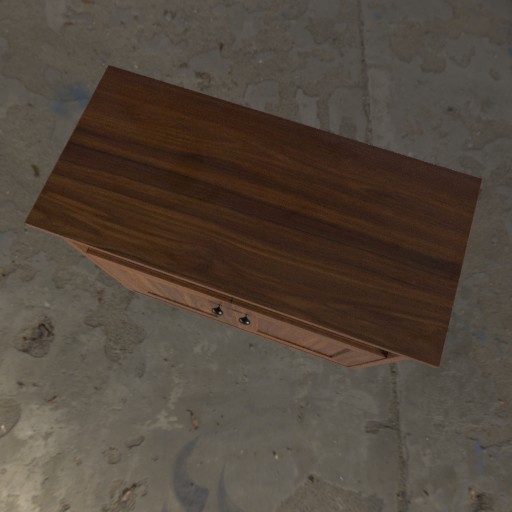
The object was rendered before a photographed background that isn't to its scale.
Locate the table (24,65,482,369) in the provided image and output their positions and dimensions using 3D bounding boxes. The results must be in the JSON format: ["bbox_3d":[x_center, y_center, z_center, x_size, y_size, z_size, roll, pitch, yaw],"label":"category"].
[{"bbox_3d":[0.000,0.000,1.200,0.802,0.725,0.390,19,74,5],"label":"table"}]
